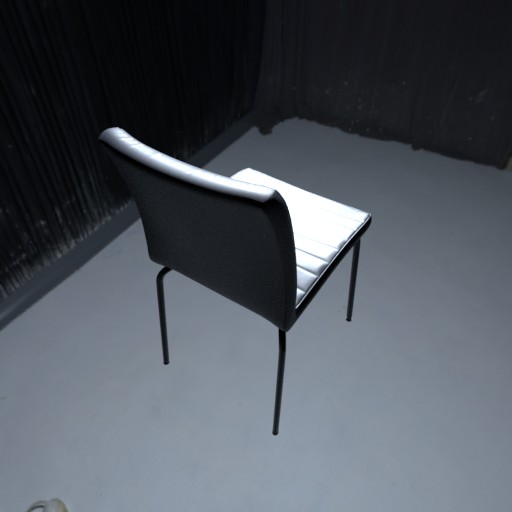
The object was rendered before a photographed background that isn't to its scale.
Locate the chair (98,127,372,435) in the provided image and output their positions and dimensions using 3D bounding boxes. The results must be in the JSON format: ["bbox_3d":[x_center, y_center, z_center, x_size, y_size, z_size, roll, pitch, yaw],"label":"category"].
[{"bbox_3d":[0.000,0.000,1.191,0.450,0.872,0.572,25,50,23],"label":"chair"}]
